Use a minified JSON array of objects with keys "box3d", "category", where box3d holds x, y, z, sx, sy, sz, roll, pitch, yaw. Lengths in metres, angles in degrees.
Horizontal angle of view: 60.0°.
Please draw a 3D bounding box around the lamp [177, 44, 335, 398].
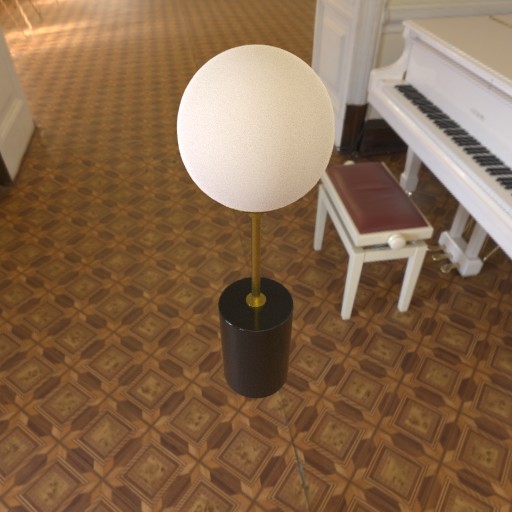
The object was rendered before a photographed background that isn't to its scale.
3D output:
[{"box3d":[0.000,0.000,0.544,0.153,0.480,0.153,0,41,0],"category":"lamp"}]
